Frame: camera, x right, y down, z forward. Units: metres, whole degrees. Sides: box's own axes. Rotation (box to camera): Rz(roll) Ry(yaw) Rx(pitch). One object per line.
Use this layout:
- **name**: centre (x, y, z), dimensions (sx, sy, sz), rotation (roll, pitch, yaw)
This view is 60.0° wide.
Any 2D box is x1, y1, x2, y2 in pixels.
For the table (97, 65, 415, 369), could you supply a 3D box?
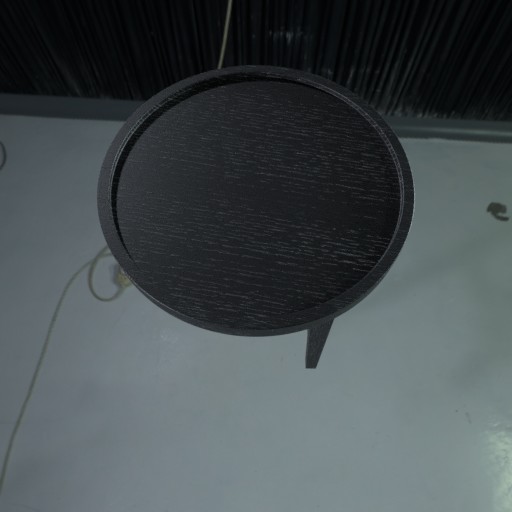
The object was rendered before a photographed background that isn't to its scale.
- **table**: centre (0.000, 0.000, 0.769), dimensions (0.399, 0.460, 0.399), rotation (0, 64, 0)
